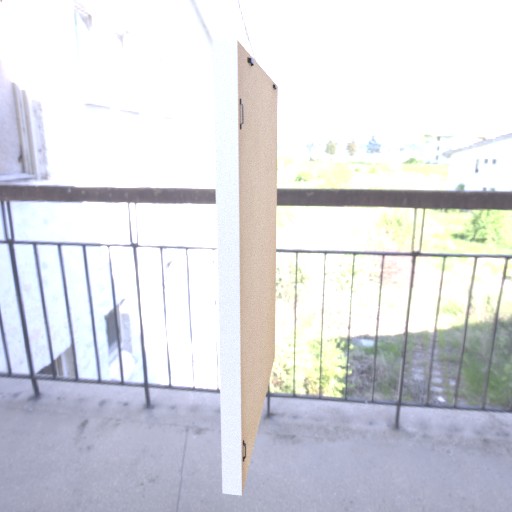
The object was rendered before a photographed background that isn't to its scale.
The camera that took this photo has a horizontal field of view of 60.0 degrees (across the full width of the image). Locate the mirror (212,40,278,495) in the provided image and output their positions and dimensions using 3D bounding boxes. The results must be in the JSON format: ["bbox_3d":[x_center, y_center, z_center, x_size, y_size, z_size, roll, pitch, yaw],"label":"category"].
[{"bbox_3d":[0.000,0.000,0.908,0.039,0.710,0.507,2,15,8],"label":"mirror"}]
